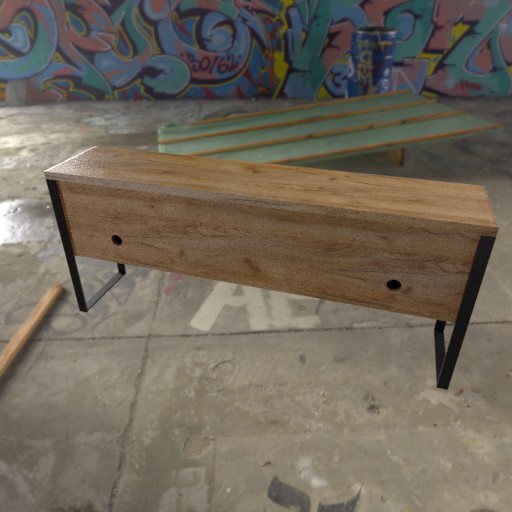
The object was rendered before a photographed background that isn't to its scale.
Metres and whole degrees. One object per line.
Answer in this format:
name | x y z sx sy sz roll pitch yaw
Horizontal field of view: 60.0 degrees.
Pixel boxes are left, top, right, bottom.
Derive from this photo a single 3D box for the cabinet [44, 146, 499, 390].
cabinet | 0.000 0.000 2.047 1.800 0.762 0.395 9 32 15
